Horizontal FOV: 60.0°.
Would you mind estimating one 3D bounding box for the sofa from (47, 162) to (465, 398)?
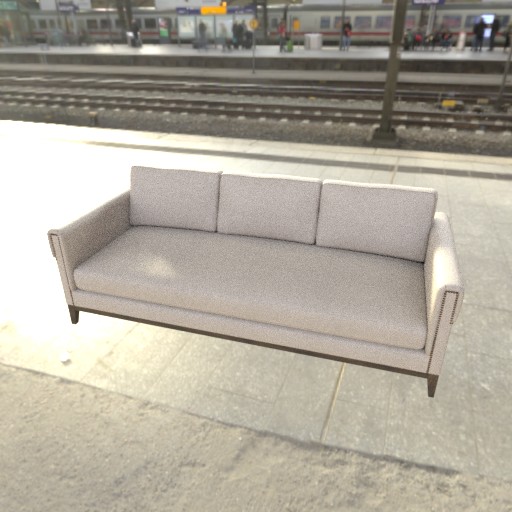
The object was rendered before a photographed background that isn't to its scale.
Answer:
[{"bbox_3d":[0.000,0.000,2.727,2.210,0.838,0.959,8,28,15],"label":"sofa"}]
